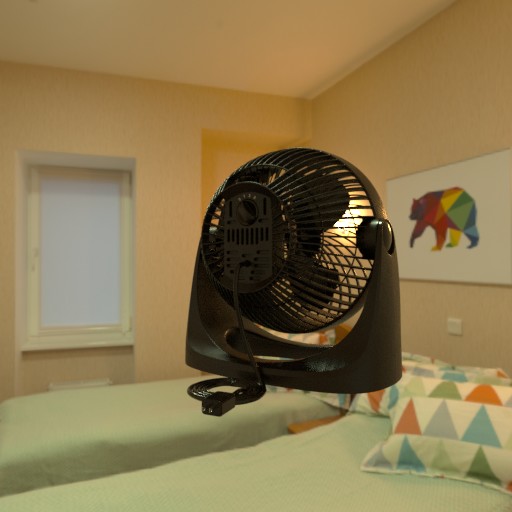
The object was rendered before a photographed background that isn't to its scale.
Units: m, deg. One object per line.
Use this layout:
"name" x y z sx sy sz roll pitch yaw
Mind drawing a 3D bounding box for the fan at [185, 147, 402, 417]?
"fan" 0.000 0.000 0.500 0.273 0.277 0.256 0 -1 35
